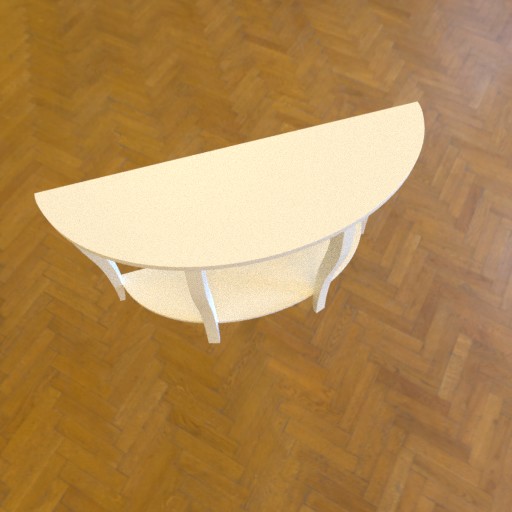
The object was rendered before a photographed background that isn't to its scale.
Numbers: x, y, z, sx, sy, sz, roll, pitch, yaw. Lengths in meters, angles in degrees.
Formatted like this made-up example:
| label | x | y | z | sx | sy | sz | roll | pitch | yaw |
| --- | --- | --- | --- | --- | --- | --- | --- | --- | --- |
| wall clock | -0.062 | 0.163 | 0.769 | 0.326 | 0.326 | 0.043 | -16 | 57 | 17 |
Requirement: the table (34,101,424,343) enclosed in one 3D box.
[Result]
| label | x | y | z | sx | sy | sz | roll | pitch | yaw |
| --- | --- | --- | --- | --- | --- | --- | --- | --- | --- |
| table | 0.000 | 0.000 | 1.626 | 1.219 | 0.780 | 0.394 | -15 | 65 | -7 |
